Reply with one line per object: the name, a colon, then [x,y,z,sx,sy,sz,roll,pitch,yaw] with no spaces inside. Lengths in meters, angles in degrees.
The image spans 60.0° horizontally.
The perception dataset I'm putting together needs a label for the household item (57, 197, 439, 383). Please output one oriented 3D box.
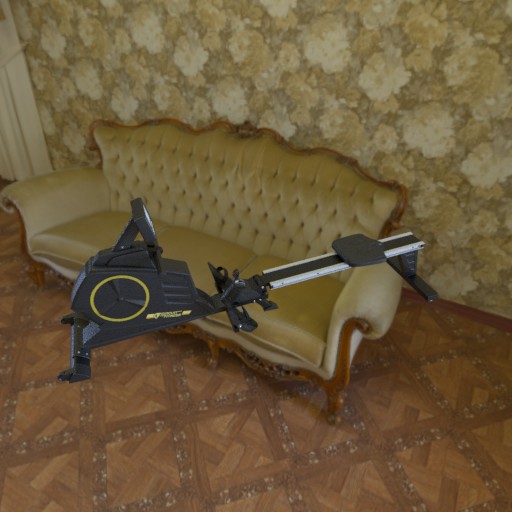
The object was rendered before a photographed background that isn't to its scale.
household item: [0.000,0.000,2.509,2.251,0.810,0.521,-10,34,-15]
